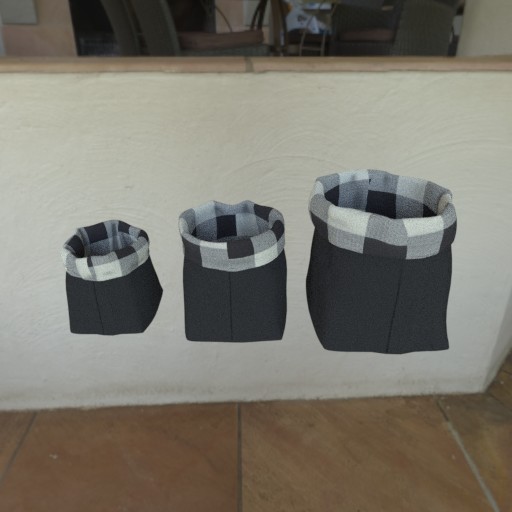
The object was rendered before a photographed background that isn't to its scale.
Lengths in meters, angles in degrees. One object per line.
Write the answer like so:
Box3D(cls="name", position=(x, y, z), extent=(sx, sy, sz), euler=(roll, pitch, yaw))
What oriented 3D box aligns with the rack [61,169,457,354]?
Box3D(cls="rack", position=(0.000, 0.000, 1.037), extent=(0.889, 0.329, 0.370), euler=(0, 26, 1))
